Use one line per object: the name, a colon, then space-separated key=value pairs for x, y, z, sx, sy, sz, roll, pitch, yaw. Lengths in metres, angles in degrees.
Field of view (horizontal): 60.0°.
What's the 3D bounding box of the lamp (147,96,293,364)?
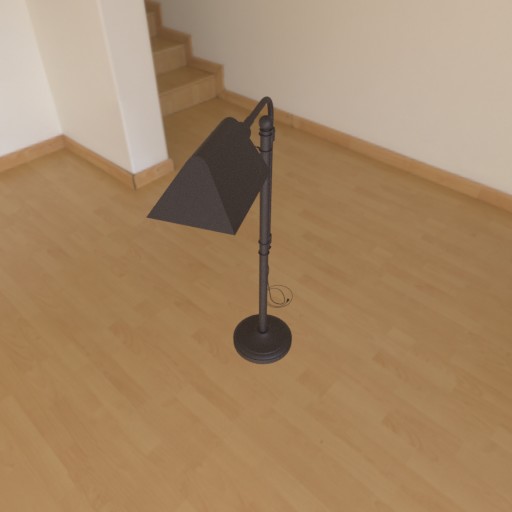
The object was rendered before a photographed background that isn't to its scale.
lamp: x=0.000 y=0.000 z=0.929 sx=0.159 sy=0.708 sz=0.545 roll=12 pitch=43 yaw=13
